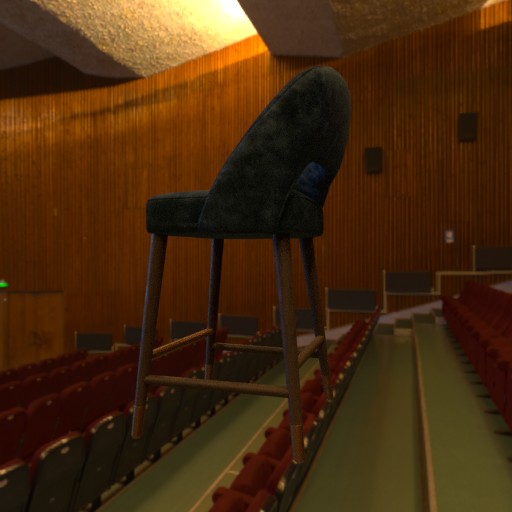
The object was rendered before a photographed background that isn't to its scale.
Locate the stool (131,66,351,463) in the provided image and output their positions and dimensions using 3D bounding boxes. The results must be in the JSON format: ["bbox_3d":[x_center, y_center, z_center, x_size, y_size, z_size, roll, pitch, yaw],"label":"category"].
[{"bbox_3d":[0.000,0.000,1.262,0.524,0.925,0.536,0,1,18],"label":"stool"}]
